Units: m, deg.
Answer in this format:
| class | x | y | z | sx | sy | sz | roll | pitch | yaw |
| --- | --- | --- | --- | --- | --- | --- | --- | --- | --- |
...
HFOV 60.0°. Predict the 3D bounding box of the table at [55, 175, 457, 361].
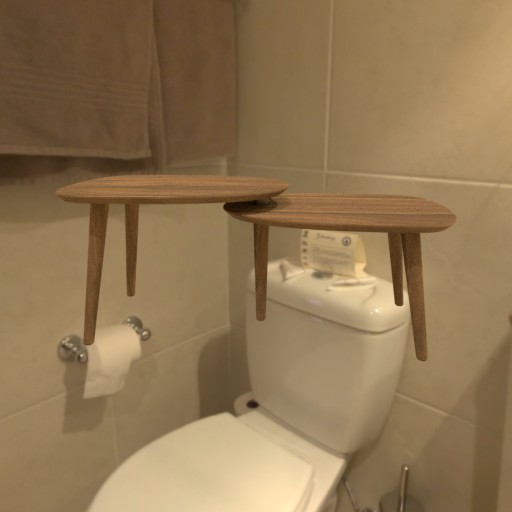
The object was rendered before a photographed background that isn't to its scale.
| class | x | y | z | sx | sy | sz | roll | pitch | yaw |
| --- | --- | --- | --- | --- | --- | --- | --- | --- | --- |
| table | 0.000 | 0.000 | 1.345 | 1.084 | 0.429 | 0.527 | 2 | 16 | 6 |
